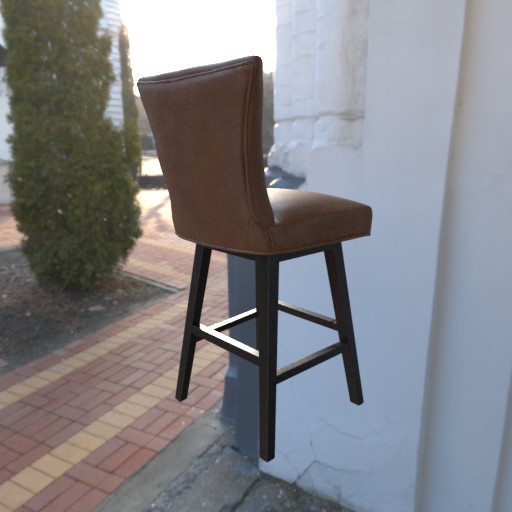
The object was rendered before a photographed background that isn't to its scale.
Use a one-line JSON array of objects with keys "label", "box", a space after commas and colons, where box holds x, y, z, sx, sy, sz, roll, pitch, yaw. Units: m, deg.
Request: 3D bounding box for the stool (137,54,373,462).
[{"label": "stool", "box": [0.000, 0.000, 1.439, 0.585, 1.094, 0.522, -13, 19, -43]}]
